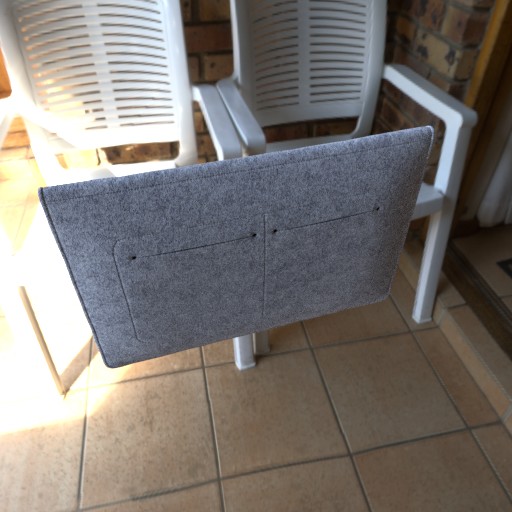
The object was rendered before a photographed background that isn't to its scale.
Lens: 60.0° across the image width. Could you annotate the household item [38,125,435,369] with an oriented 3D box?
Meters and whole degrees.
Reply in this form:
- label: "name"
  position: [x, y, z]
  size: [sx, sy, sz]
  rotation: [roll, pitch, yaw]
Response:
- label: "household item"
  position: [0.000, 0.000, 0.435]
  size: [0.335, 0.221, 0.057]
  rotation: [-12, 43, -13]
